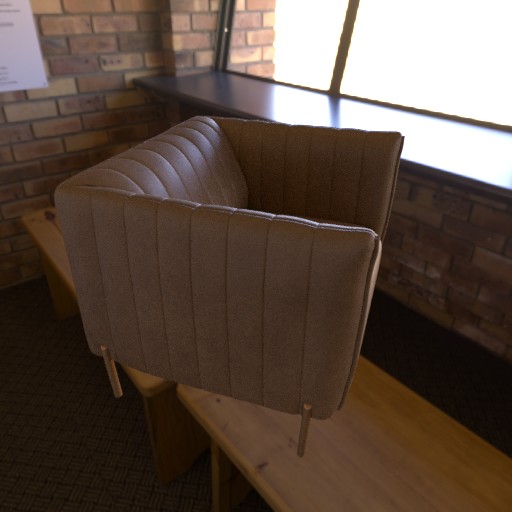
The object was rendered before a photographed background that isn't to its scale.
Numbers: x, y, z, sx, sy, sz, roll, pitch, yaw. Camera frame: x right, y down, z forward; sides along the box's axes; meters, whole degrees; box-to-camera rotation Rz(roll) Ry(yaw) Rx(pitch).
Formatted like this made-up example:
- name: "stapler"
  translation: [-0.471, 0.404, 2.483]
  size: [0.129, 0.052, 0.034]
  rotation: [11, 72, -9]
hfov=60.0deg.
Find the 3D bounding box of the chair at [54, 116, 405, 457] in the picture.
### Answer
- name: "chair"
  translation: [0.000, 0.000, 1.616]
  size: [0.876, 0.779, 0.981]
  rotation: [10, 32, 17]
